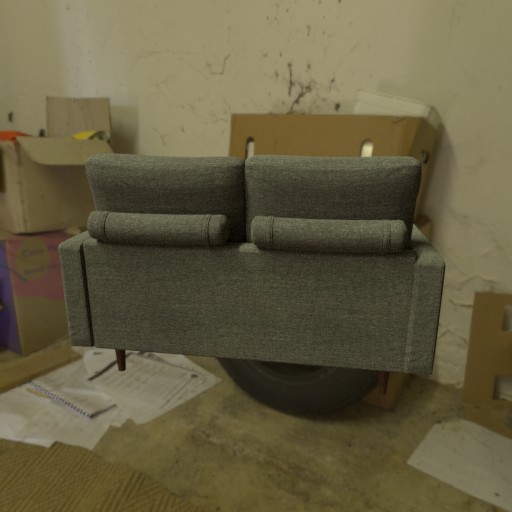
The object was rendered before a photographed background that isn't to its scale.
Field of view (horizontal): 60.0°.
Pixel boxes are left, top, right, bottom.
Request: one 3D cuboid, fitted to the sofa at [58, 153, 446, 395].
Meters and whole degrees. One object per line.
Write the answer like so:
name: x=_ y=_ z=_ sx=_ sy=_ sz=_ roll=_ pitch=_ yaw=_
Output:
sofa: x=0.000 y=0.000 z=1.964 sx=1.407 sy=0.907 sz=0.842 roll=3 pitch=16 yaw=9
